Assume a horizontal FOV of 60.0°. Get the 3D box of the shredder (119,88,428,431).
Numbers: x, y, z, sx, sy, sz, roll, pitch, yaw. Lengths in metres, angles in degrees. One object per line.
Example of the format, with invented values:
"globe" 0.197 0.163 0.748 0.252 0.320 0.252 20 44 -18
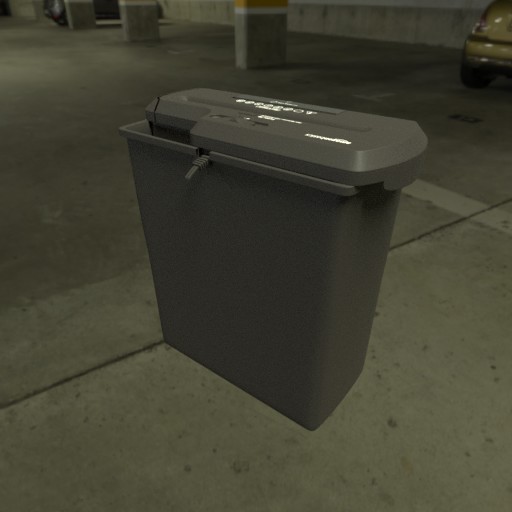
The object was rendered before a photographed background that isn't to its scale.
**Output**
"shredder" 0.000 0.000 0.518 0.320 0.335 0.170 22 37 32
